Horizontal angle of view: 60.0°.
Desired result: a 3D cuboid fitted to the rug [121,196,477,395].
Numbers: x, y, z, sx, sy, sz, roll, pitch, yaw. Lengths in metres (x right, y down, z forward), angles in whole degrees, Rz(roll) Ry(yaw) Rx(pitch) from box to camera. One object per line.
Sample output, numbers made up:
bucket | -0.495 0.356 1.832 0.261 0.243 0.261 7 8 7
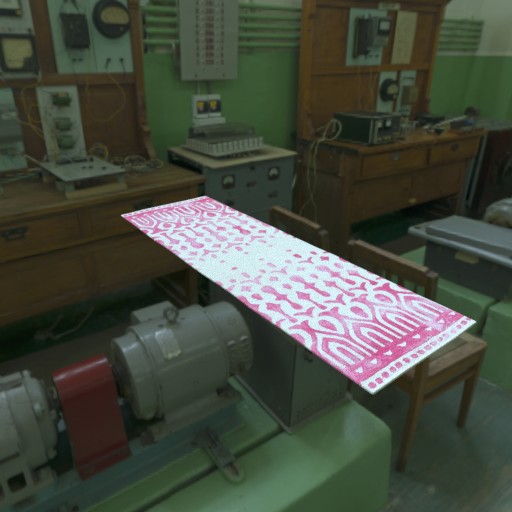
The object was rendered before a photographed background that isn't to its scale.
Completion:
rug | 0.000 0.000 2.751 0.787 0.011 2.458 -18 31 -33
